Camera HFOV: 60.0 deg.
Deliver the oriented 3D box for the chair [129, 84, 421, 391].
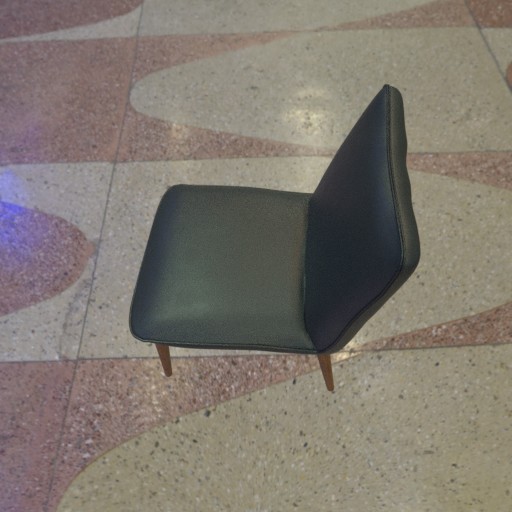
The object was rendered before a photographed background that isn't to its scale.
[{"bbox_3d":[0.000,0.000,1.205,0.645,0.801,0.543,1,58,1],"label":"chair"}]
